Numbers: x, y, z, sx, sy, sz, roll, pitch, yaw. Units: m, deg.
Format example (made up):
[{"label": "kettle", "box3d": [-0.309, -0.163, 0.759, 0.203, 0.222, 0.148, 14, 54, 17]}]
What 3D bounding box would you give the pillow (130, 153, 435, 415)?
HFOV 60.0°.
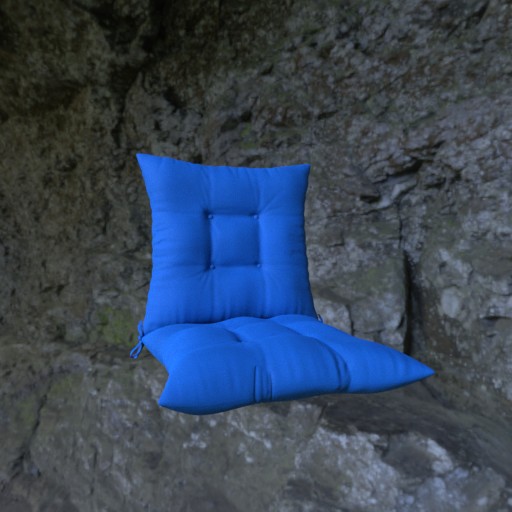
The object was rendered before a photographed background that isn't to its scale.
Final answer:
[{"label": "pillow", "box3d": [0.000, 0.000, 1.010, 0.541, 0.536, 0.585, 0, 1, -18]}]
